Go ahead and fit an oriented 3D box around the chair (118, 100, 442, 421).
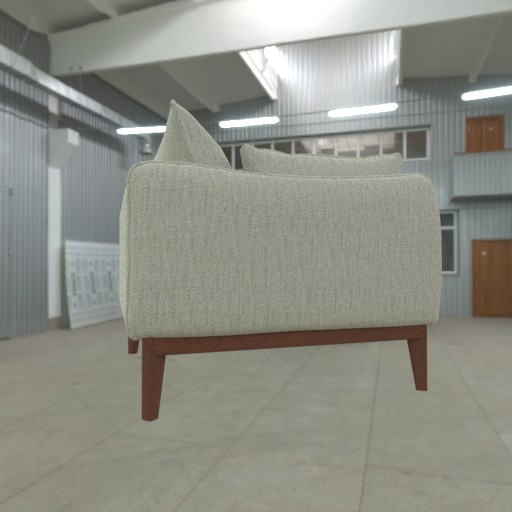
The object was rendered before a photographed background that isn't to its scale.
[{"bbox_3d":[0.000,0.000,1.699,0.991,0.855,0.994,0,-1,-18],"label":"chair"}]
